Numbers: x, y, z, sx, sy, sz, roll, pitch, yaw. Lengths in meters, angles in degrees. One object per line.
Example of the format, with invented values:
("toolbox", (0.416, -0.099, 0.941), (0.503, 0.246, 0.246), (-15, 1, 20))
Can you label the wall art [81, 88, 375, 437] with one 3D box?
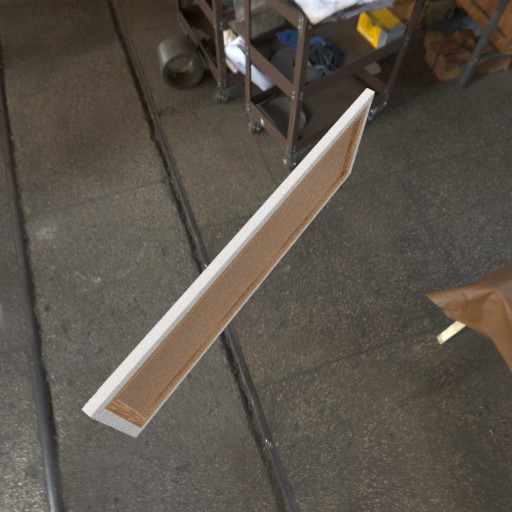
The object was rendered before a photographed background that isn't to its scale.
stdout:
("wall art", (0.000, 0.000, 1.691), (0.039, 0.507, 1.520), (33, 67, 16))
